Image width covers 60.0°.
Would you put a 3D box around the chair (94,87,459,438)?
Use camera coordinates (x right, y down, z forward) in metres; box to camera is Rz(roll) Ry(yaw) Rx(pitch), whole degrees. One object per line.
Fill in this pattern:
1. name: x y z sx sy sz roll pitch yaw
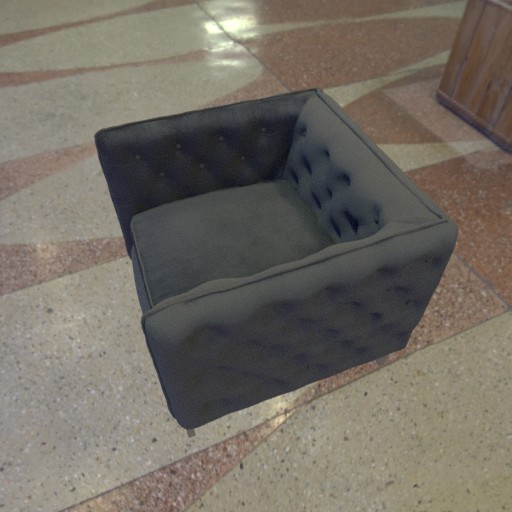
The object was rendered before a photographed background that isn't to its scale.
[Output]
1. chair: 0.000 0.000 1.661 0.913 0.807 0.946 -16 50 -14
